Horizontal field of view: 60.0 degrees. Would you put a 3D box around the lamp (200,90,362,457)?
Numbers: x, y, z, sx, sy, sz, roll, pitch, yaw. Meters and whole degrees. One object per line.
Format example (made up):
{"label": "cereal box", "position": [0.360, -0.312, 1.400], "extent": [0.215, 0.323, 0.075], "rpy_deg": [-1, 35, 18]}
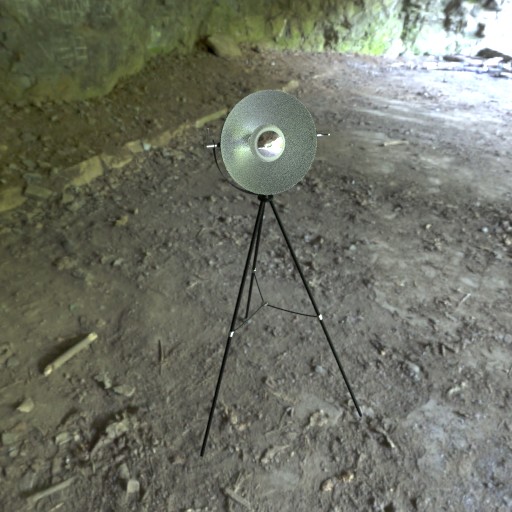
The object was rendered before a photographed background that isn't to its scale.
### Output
{"label": "lamp", "position": [0.000, 0.000, 2.076], "extent": [0.817, 1.512, 0.920], "rpy_deg": [-10, 33, -16]}
